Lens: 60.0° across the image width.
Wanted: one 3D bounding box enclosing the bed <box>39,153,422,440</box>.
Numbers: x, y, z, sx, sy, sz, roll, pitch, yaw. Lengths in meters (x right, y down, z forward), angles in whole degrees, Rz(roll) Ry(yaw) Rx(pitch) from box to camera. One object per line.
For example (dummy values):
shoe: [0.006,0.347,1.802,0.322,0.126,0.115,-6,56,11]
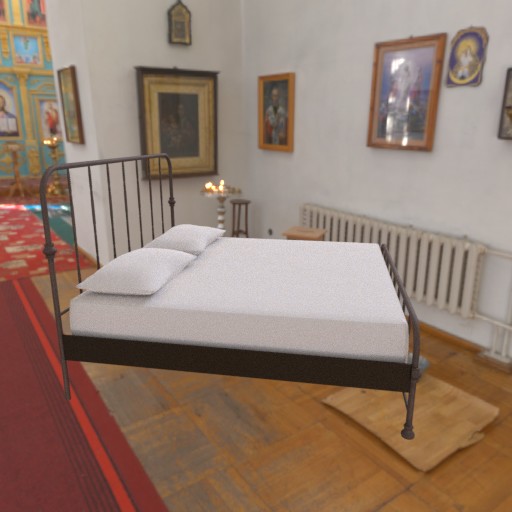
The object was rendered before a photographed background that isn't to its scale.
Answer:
bed: [0.000,0.000,3.371,2.134,1.446,2.044,3,15,10]
